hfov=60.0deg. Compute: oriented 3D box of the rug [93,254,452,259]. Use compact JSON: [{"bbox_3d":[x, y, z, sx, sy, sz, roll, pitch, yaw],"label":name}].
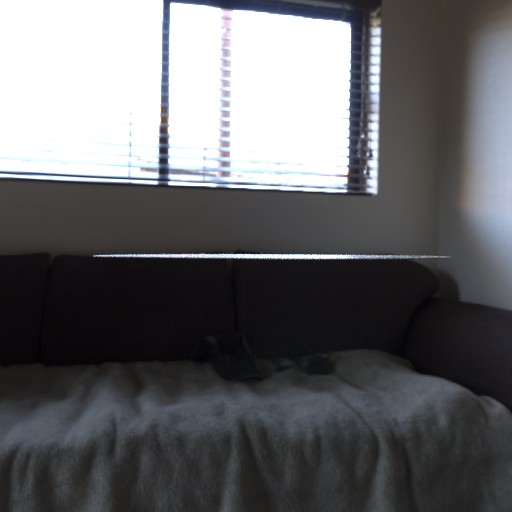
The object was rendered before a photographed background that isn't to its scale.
[{"bbox_3d":[0.000,0.000,2.988,2.432,0.006,1.520,1,1,35],"label":"rug"}]
